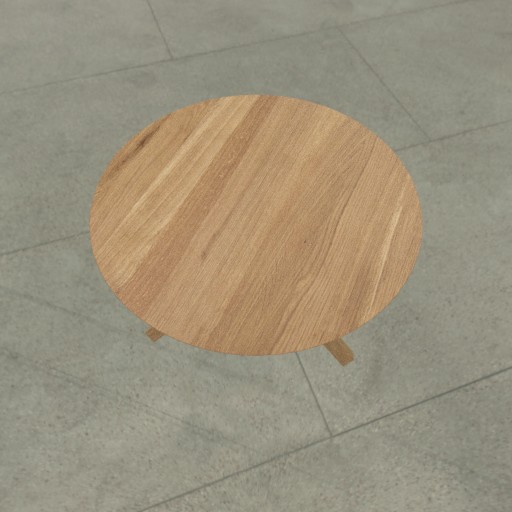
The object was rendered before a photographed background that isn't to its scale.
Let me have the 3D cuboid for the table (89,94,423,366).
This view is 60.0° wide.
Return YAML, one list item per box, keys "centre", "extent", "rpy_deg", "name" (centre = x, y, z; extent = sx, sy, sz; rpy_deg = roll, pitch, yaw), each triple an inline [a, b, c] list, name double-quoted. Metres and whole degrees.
- centre: [0.000, 0.000, 1.687]
  extent: [1.038, 0.666, 1.038]
  rpy_deg: [0, 57, 0]
  name: "table"
